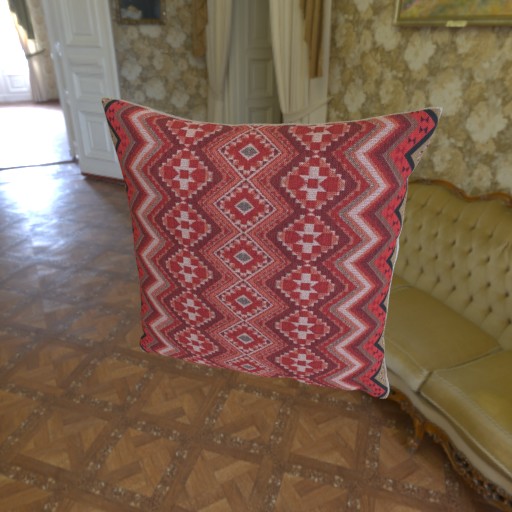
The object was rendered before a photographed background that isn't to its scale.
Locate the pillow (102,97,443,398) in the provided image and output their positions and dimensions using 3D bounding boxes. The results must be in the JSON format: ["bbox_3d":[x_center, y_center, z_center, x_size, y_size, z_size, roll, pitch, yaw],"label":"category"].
[{"bbox_3d":[0.000,0.000,0.762,0.513,0.511,0.158,7,27,14],"label":"pillow"}]
